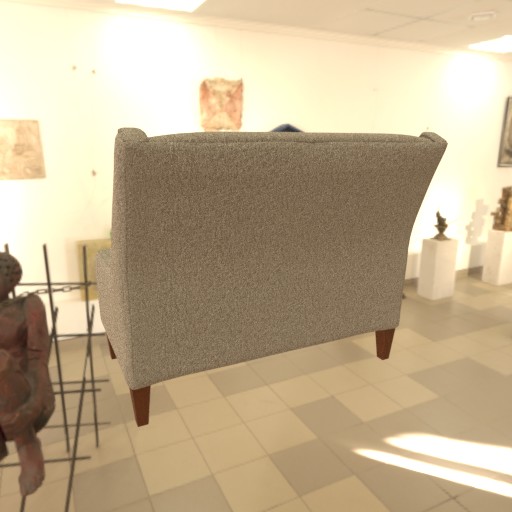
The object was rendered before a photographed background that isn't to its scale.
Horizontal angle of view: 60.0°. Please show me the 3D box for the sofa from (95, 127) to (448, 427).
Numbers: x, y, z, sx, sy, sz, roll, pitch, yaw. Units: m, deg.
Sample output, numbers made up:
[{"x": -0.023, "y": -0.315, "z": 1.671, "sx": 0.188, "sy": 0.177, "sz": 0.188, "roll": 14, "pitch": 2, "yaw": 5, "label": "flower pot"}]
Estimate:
[{"x": 0.000, "y": 0.000, "z": 1.906, "sx": 1.242, "sy": 1.026, "sz": 0.862, "roll": -7, "pitch": 16, "yaw": -26, "label": "sofa"}]
